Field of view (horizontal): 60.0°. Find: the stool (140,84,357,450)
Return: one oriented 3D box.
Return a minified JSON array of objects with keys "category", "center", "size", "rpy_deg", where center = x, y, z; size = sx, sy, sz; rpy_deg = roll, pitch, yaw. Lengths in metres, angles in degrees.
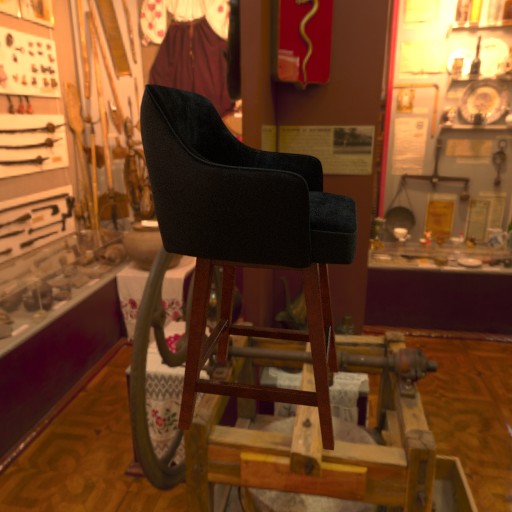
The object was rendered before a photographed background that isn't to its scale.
[{"category":"stool","center":[0.000,0.000,1.298],"size":[0.560,0.940,0.550],"rpy_deg":[3,17,11]}]
